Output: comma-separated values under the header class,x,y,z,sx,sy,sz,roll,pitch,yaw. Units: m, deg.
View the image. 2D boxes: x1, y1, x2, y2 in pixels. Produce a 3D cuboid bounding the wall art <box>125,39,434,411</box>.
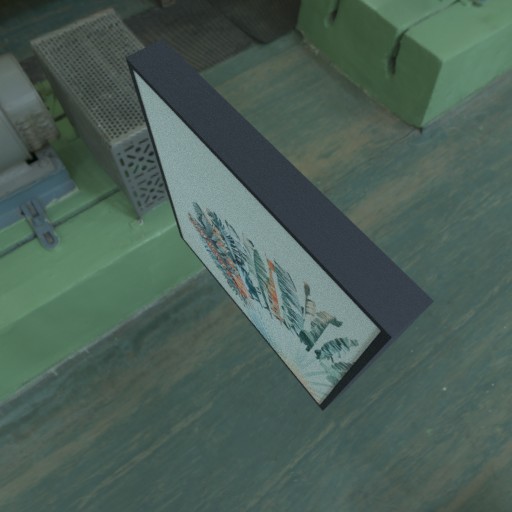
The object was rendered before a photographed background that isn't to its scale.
class,x,y,z,sx,sy,sz,roll,pitch,yaw
wall art,0.000,0.000,0.450,0.036,0.300,0.302,-35,68,-16
